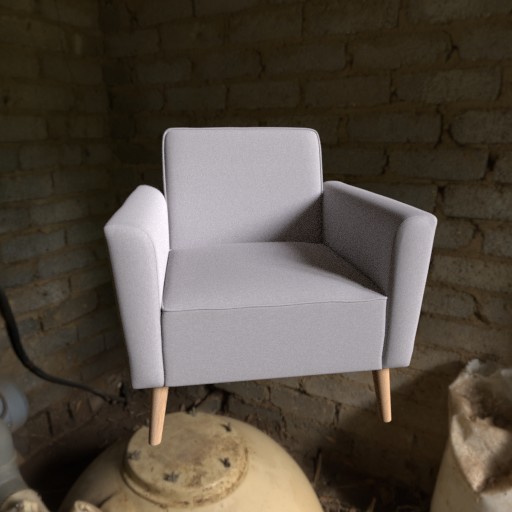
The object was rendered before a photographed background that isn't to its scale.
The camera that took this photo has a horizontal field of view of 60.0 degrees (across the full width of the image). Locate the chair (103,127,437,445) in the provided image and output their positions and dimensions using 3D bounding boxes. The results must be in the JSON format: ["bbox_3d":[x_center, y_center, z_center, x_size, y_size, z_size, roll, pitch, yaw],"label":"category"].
[{"bbox_3d":[0.000,0.000,1.396,0.780,0.780,0.750,-2,16,-8],"label":"chair"}]
